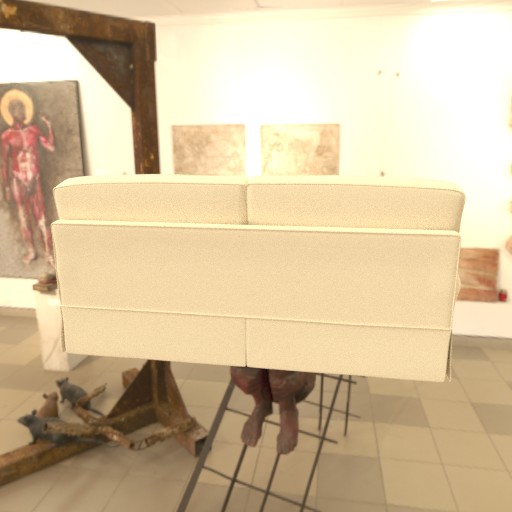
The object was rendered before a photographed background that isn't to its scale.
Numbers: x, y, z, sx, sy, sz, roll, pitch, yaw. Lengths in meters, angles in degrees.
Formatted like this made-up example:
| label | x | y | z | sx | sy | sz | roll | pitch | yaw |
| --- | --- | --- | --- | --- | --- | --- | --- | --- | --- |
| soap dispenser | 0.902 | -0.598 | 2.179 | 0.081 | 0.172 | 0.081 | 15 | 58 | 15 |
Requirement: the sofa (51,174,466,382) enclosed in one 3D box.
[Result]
| label | x | y | z | sx | sy | sz | roll | pitch | yaw |
| --- | --- | --- | --- | --- | --- | --- | --- | --- | --- |
| sofa | 0.000 | 0.000 | 2.492 | 2.021 | 0.937 | 0.862 | 2 | 14 | 9 |
